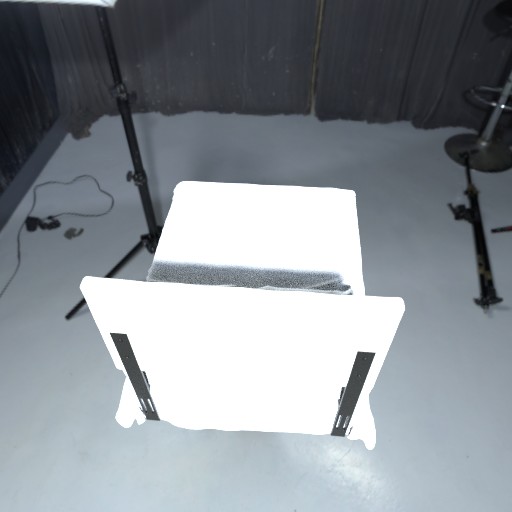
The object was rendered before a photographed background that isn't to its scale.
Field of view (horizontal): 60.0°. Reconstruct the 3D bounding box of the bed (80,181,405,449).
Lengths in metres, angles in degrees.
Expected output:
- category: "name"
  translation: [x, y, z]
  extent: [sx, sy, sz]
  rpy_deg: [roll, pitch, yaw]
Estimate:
- category: "bed"
  translation: [0.000, 0.000, 3.446]
  extent: [1.936, 1.577, 2.222]
  rpy_deg: [4, 47, 3]
